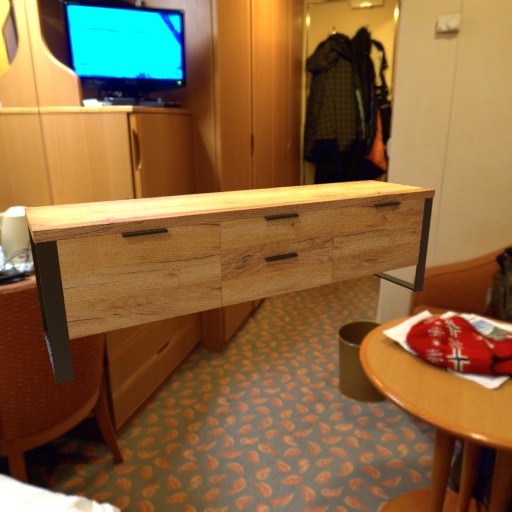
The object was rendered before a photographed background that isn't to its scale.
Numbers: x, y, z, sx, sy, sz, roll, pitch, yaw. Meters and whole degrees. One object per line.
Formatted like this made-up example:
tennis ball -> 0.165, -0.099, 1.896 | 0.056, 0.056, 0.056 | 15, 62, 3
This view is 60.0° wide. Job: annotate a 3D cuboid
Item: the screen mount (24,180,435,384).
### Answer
screen mount -> 0.000, 0.000, 1.712 | 1.524, 0.450, 0.395 | -9, 19, -28
